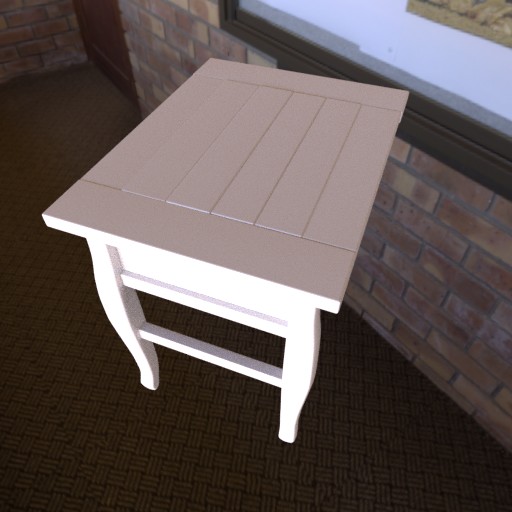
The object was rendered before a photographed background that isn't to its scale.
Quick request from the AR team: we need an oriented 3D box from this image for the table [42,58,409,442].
[{"bbox_3d":[0.000,0.000,1.020,0.463,0.605,0.599,16,49,14],"label":"table"}]
